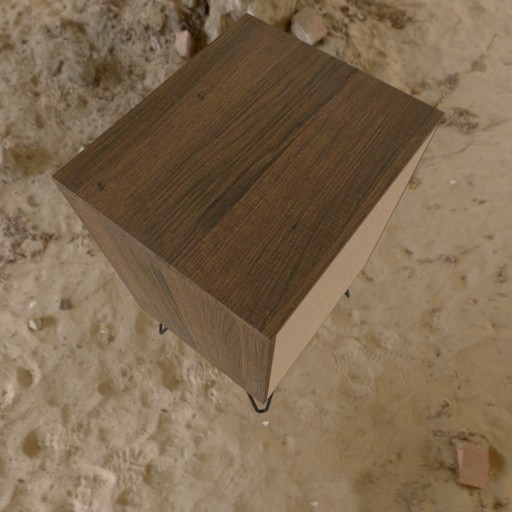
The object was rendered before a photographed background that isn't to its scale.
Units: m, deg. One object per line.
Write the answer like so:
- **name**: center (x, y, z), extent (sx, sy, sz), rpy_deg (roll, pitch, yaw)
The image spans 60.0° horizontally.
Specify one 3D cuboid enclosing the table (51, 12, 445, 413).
- **table**: center (0.000, 0.000, 1.144), extent (0.457, 0.866, 0.526), rpy_deg (35, 69, 16)
